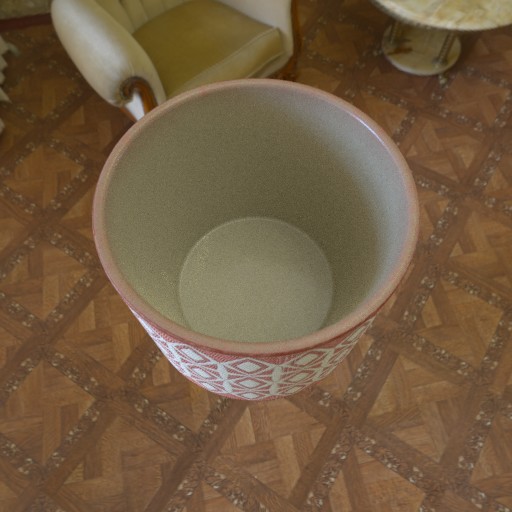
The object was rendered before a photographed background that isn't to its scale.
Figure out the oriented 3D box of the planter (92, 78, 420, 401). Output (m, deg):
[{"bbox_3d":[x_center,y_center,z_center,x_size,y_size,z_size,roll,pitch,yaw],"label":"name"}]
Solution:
[{"bbox_3d":[0.000,0.000,0.477,0.273,0.237,0.273,0,64,0],"label":"planter"}]
